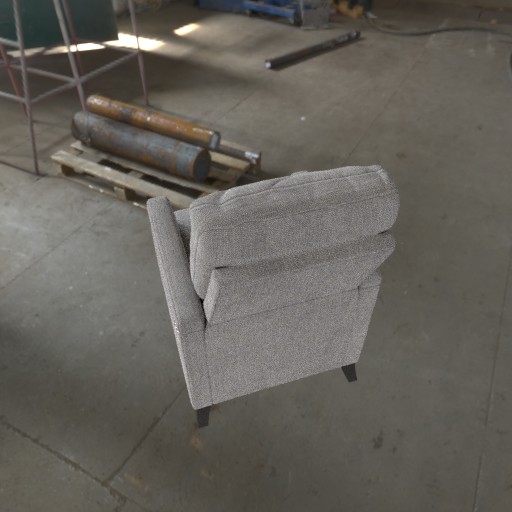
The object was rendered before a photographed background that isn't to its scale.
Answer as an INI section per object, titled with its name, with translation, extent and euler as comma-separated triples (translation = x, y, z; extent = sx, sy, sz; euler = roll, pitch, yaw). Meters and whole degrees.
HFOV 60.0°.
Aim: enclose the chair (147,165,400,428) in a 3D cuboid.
[chair]
translation = 0.000, 0.000, 1.681
extent = 0.710, 1.049, 0.922
euler = -12, 44, -13
